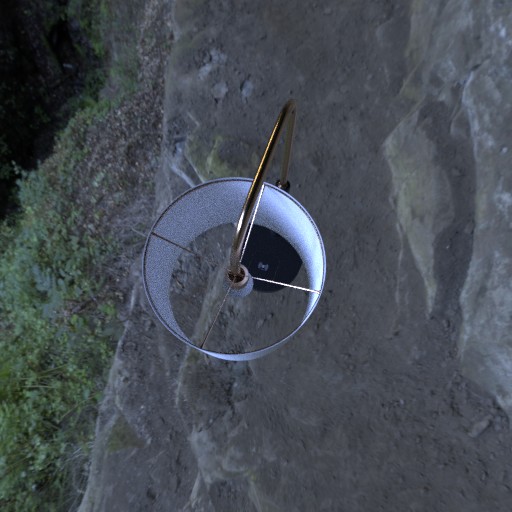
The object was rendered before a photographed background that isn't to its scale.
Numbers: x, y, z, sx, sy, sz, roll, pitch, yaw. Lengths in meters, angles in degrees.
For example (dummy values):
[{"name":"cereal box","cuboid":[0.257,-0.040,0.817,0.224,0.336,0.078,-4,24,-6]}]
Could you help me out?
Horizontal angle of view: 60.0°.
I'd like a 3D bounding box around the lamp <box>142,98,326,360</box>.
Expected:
[{"name":"lamp","cuboid":[0.000,0.000,0.706,0.199,0.540,0.337,19,76,5]}]
